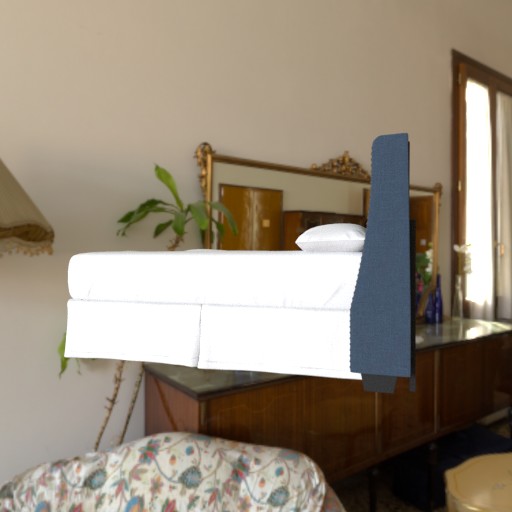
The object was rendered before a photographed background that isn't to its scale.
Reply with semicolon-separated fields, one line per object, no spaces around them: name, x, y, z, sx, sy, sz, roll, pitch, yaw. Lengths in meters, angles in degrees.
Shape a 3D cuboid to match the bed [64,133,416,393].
bed;0.000;0.000;3.372;2.237;1.407;1.710;0;0;18
